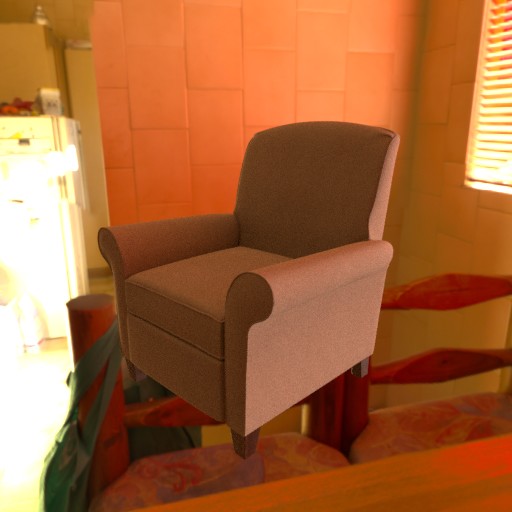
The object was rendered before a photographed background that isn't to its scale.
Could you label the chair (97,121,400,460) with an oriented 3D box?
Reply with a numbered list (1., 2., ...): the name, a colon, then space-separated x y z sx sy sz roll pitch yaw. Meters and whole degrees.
1. chair: 0.000 0.000 1.801 0.978 1.061 0.905 15 22 42
